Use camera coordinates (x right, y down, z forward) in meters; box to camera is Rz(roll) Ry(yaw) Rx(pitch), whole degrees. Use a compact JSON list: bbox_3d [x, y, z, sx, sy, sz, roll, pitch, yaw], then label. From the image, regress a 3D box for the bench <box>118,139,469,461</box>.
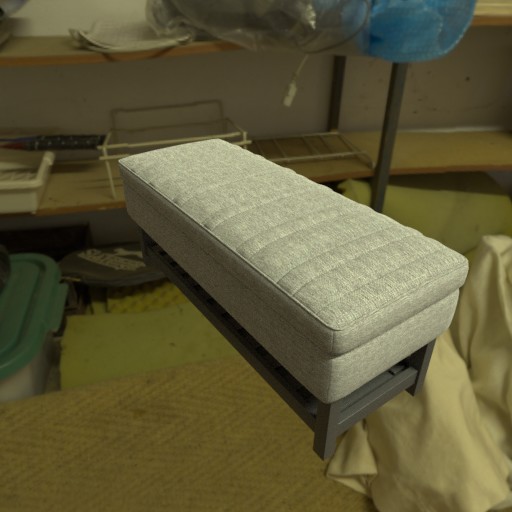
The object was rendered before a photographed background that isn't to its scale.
[{"bbox_3d":[0.000,0.000,1.351,0.429,0.470,1.100,-21,37,-29],"label":"bench"}]
